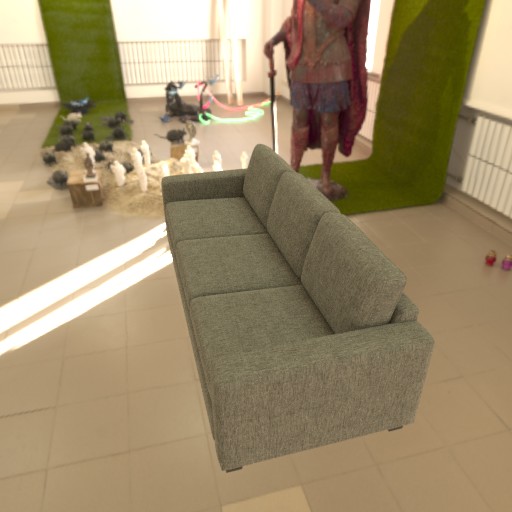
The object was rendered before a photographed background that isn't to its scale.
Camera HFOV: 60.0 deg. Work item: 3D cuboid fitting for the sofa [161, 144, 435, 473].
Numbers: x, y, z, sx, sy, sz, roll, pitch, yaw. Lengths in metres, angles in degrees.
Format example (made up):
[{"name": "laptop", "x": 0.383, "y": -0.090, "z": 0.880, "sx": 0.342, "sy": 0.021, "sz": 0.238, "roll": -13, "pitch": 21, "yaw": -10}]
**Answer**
[{"name": "sofa", "x": 0.000, "y": 0.000, "z": 2.609, "sx": 0.900, "sy": 0.800, "sz": 2.160, "roll": -8, "pitch": 31, "yaw": -13}]
